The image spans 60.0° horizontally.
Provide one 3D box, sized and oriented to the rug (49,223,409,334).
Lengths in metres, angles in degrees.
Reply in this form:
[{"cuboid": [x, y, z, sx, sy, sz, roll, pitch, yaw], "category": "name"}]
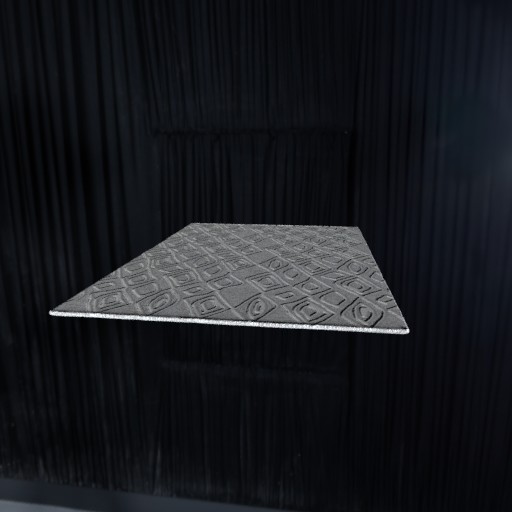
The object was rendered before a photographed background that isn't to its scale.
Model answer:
[{"cuboid": [0.000, 0.000, 2.347, 1.224, 0.016, 1.832, 2, 14, 7], "category": "rug"}]
